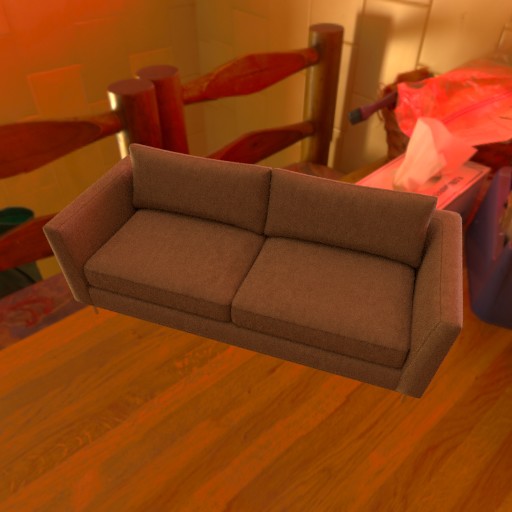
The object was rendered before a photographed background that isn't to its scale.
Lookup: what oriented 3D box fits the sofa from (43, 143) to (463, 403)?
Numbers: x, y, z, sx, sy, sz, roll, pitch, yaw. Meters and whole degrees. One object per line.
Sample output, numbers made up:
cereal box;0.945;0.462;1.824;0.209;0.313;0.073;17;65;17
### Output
sofa;0.000;0.000;2.564;2.121;0.864;0.889;13;42;14
